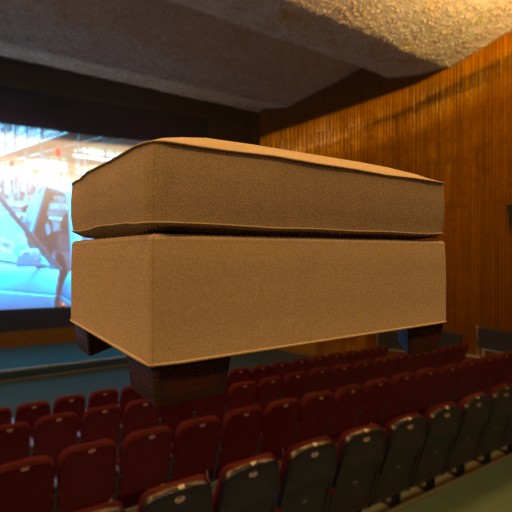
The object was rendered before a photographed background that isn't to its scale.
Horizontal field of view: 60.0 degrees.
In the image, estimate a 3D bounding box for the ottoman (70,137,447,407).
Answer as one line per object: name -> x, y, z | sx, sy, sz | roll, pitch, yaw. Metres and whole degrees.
ottoman -> 0.000, 0.000, 1.207 | 0.846, 0.503, 0.617 | 0, 1, -34
